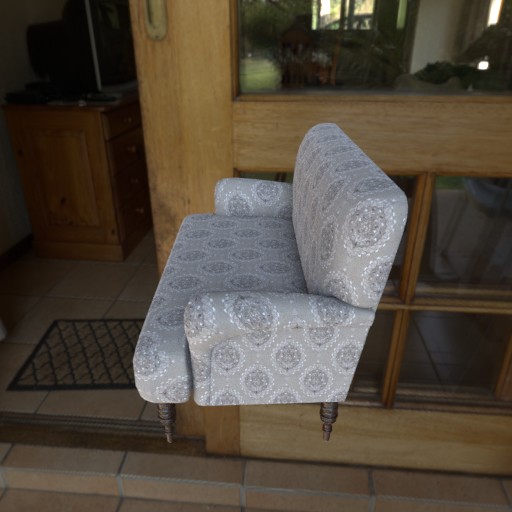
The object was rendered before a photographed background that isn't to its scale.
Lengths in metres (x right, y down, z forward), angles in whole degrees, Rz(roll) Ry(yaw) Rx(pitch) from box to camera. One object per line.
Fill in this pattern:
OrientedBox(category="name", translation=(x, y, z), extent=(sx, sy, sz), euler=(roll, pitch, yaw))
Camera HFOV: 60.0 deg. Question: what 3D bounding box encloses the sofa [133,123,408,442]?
OrientedBox(category="sofa", translation=(0.000, 0.000, 1.821), extent=(0.779, 0.889, 1.297), euler=(0, 26, -1))
